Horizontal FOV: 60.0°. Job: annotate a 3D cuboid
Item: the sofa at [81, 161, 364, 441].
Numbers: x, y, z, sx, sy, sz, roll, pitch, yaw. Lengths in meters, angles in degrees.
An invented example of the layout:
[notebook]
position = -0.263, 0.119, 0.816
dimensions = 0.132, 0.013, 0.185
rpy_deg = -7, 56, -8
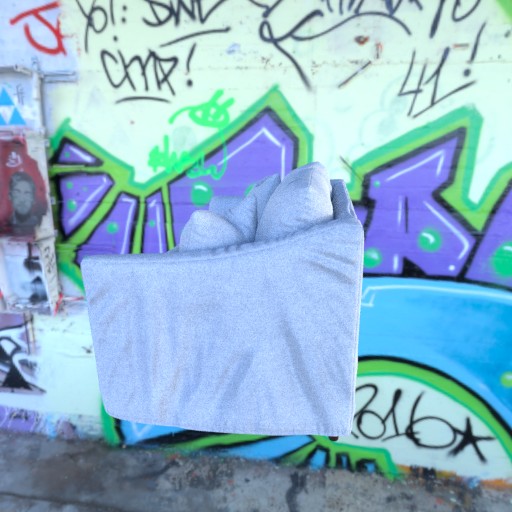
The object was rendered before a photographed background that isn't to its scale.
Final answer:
[sofa]
position = 0.000, 0.000, 2.568
dimensions = 1.072, 1.018, 2.010
rpy_deg = 2, 14, 9
